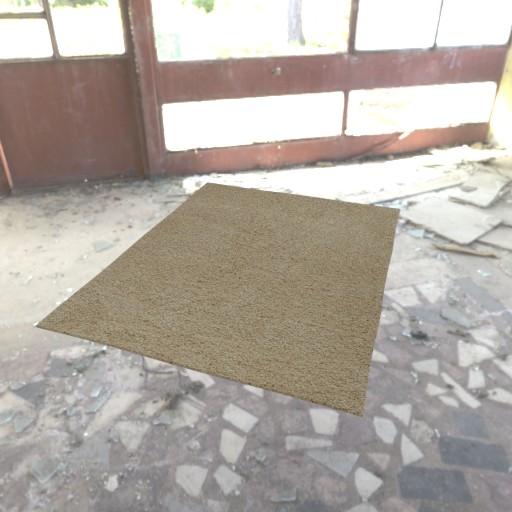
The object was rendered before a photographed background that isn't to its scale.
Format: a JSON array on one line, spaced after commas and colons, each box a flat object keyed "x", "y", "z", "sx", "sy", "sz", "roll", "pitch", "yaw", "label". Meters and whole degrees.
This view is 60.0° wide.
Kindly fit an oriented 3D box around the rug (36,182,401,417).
[{"x": 0.000, "y": 0.000, "z": 4.151, "sx": 2.400, "sy": 0.025, "sz": 3.000, "roll": 10, "pitch": 33, "yaw": 17, "label": "rug"}]
